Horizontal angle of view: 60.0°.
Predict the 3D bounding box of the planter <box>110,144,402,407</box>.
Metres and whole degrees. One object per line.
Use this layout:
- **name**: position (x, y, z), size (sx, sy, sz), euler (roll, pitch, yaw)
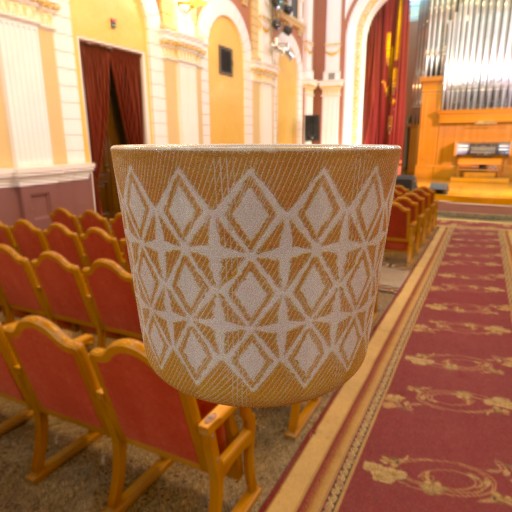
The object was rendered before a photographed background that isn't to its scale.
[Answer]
- **planter**: position (0.000, 0.000, 0.215), size (0.126, 0.104, 0.126), euler (0, 15, 0)
